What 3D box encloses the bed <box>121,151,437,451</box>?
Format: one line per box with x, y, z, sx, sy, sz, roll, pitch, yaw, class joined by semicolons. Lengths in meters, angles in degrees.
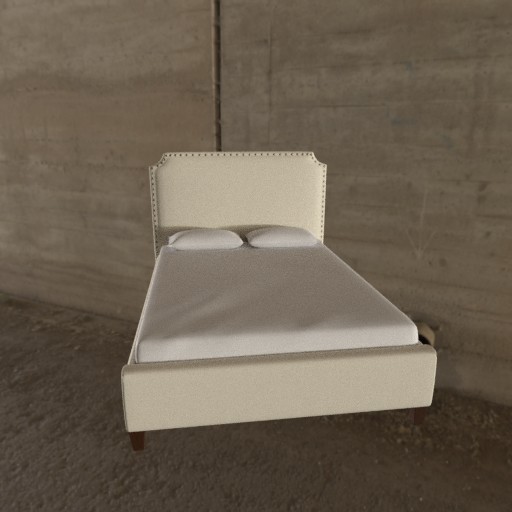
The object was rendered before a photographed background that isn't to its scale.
0.000;0.000;3.352;1.712;1.443;2.372;-2;16;-8;bed
